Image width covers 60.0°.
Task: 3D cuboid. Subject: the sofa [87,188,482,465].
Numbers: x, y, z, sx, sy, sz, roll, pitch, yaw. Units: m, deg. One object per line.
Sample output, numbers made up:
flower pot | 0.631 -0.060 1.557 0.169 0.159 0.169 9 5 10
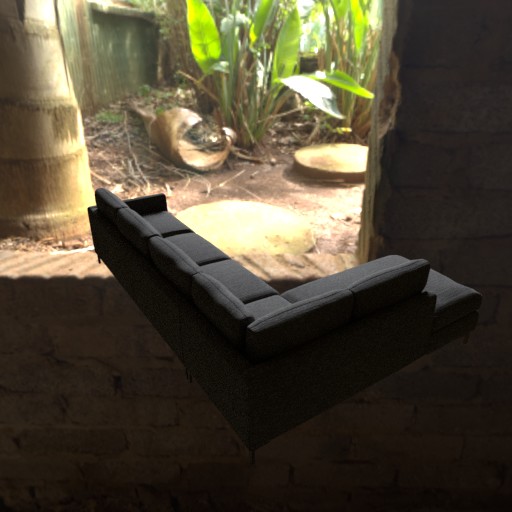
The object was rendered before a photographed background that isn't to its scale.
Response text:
sofa | 0.000 0.000 3.770 2.007 0.815 2.949 -16 31 -30
